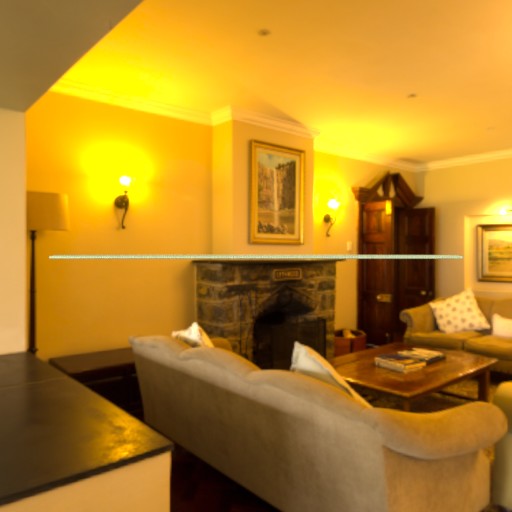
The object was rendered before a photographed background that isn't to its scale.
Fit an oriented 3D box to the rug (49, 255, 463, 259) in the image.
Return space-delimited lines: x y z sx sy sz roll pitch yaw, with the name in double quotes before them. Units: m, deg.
"rug" 0.000 0.000 2.796 1.589 0.014 2.205 0 0 0
